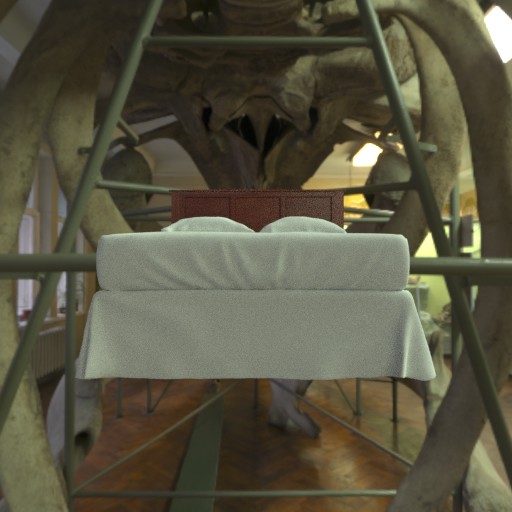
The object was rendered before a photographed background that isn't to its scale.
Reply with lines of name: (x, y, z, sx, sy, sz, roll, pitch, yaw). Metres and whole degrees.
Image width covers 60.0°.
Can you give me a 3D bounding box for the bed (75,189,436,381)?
bed: (0.000, 0.000, 3.137, 1.870, 1.270, 2.050, 0, -1, 1)
